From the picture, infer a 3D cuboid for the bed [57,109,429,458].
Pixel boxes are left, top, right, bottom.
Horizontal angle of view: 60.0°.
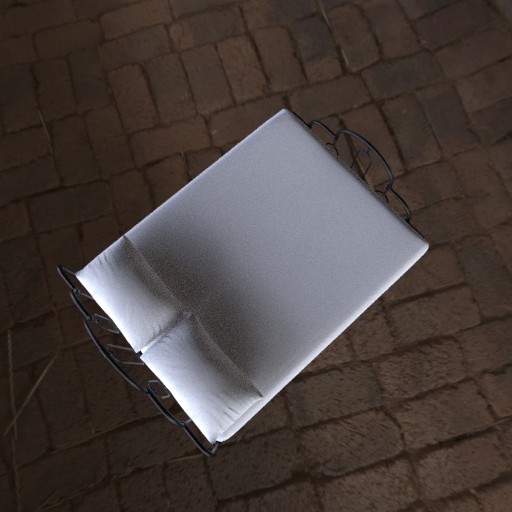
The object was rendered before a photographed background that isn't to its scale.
[{"bbox_3d":[0.000,0.000,3.208,2.181,1.444,1.626,-41,79,-10],"label":"bed"}]
